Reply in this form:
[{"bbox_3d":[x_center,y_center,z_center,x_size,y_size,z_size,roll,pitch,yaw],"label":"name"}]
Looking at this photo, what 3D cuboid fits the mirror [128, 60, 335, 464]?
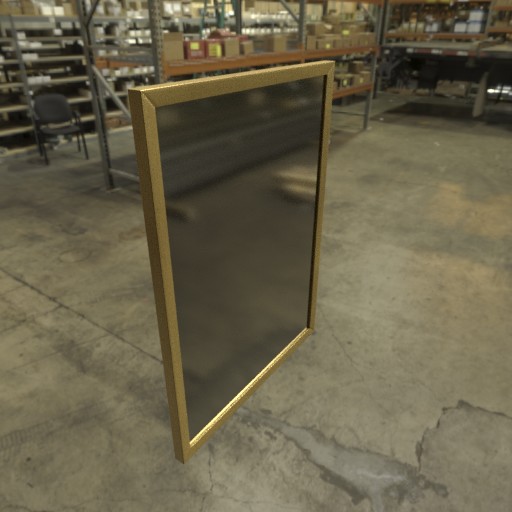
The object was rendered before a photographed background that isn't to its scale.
[{"bbox_3d":[0.000,0.000,1.315,0.040,1.016,0.762,19,33,31],"label":"mirror"}]
